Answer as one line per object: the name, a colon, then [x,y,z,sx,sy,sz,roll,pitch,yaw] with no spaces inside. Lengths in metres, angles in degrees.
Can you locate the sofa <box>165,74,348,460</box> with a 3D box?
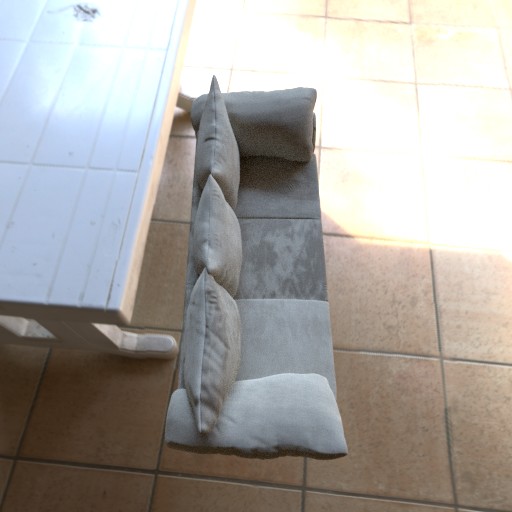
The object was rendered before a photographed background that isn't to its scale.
sofa: [0.000,0.000,2.810,0.893,0.981,2.377,0,63,0]
